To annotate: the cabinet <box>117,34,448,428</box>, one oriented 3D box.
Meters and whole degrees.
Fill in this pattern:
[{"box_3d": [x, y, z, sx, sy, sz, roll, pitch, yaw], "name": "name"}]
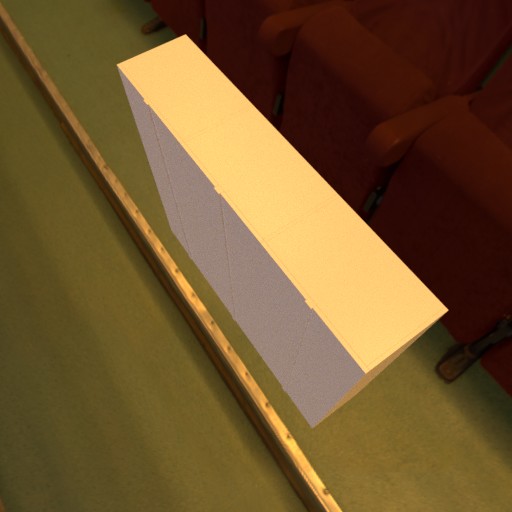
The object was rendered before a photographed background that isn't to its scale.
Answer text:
[{"box_3d": [0.000, 0.000, 3.820, 0.590, 2.370, 2.700, -32, 67, -15], "name": "cabinet"}]
